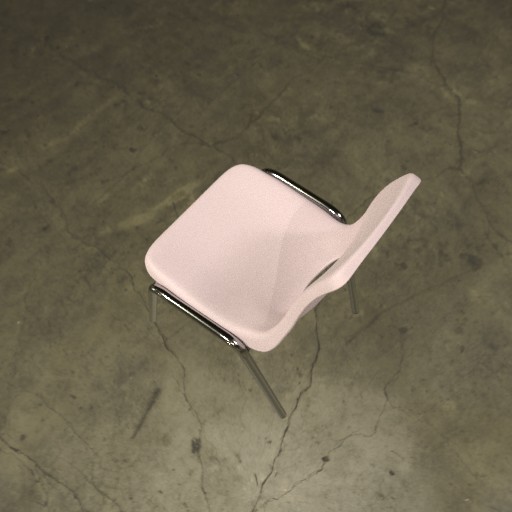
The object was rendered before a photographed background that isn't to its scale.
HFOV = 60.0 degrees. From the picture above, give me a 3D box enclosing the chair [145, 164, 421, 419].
[{"bbox_3d":[0.000,0.000,0.908,0.436,0.653,0.381,34,67,17],"label":"chair"}]
